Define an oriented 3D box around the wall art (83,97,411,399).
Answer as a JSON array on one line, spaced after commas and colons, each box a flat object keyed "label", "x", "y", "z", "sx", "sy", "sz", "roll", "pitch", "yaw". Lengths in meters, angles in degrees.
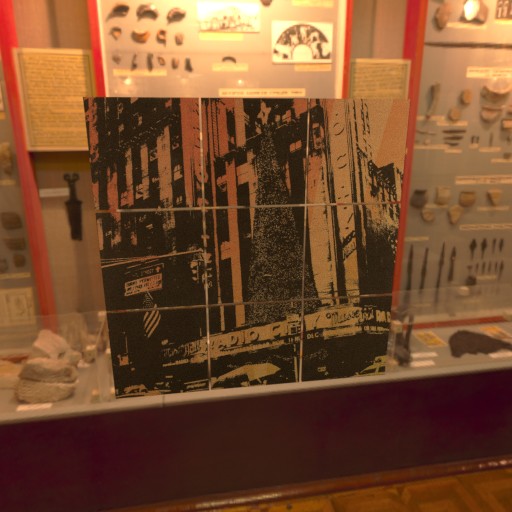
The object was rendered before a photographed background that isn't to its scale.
[{"label": "wall art", "x": 0.000, "y": 0.000, "z": 1.810, "sx": 1.216, "sy": 1.216, "sz": 0.013, "roll": -3, "pitch": 17, "yaw": -8}]
